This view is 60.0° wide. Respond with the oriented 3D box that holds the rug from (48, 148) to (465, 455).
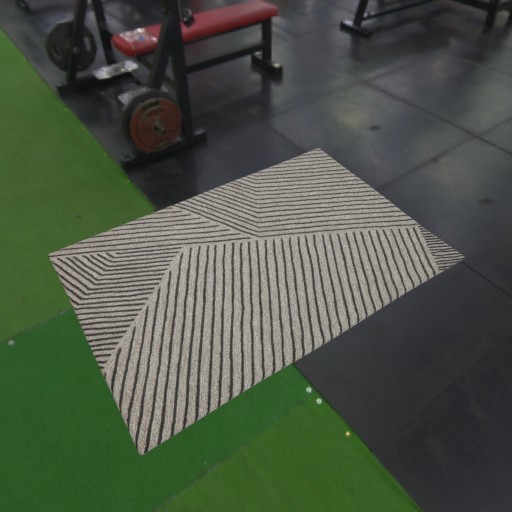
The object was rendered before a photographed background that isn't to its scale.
[{"bbox_3d":[0.000,0.000,2.347,1.842,0.019,1.237,-26,52,-22],"label":"rug"}]
